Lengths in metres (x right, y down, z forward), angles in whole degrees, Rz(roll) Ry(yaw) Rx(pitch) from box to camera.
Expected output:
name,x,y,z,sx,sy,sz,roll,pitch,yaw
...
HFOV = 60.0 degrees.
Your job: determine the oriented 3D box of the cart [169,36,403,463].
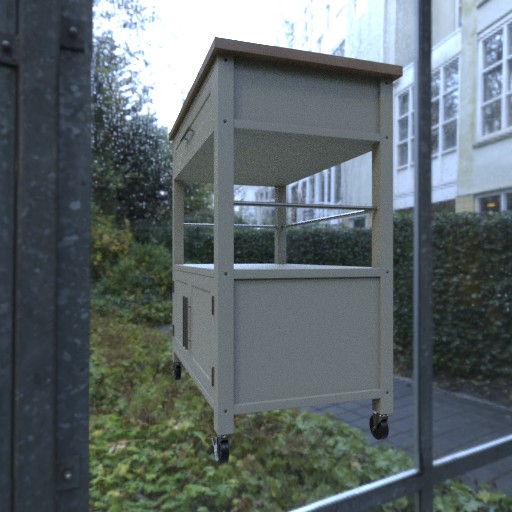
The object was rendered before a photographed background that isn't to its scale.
name,x,y,z,sx,sy,sz,roll,pitch,yaw
cart,0.000,0.000,1.378,0.459,0.901,0.840,0,0,-18
